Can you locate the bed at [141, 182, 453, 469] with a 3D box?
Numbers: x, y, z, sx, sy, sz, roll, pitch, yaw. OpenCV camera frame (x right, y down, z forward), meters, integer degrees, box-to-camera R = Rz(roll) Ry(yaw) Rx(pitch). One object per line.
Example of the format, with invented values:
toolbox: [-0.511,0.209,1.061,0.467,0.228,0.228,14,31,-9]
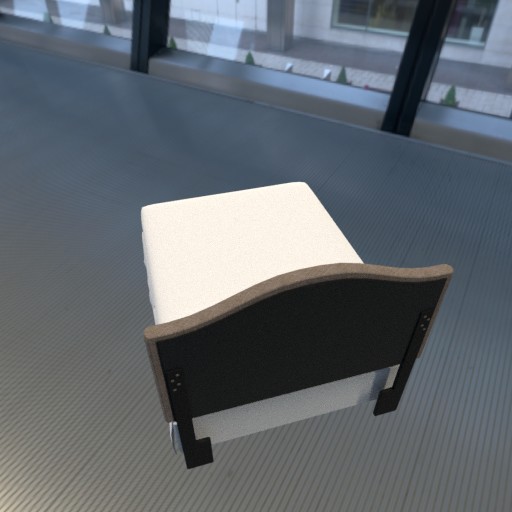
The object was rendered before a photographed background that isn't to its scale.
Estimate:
bed: [0.000,0.000,3.330,1.713,1.518,2.153,-11,42,-12]
